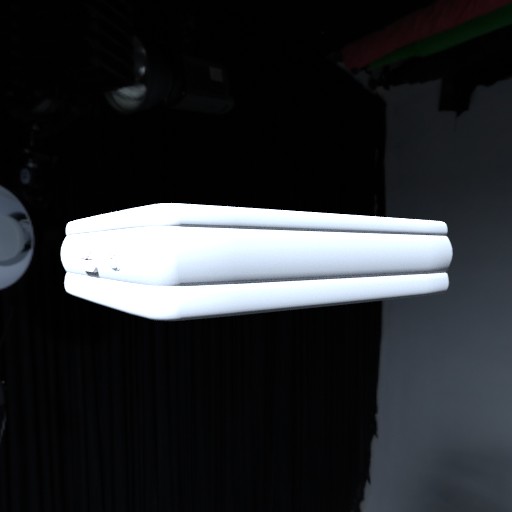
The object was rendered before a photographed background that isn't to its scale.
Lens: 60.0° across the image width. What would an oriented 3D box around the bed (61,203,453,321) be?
[{"bbox_3d":[0.000,0.000,2.719,2.036,0.460,1.520,-1,1,-36],"label":"bed"}]
